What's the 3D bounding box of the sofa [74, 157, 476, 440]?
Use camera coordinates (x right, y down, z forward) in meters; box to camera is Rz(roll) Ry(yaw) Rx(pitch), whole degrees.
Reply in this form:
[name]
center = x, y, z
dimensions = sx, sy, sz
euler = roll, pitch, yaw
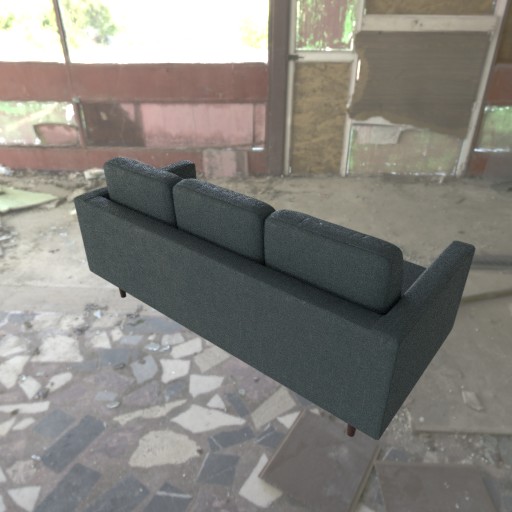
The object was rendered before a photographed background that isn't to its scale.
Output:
[sofa]
center = 0.000, 0.000, 2.482
dimensions = 2.013, 0.945, 0.935
euler = 22, 37, 33
